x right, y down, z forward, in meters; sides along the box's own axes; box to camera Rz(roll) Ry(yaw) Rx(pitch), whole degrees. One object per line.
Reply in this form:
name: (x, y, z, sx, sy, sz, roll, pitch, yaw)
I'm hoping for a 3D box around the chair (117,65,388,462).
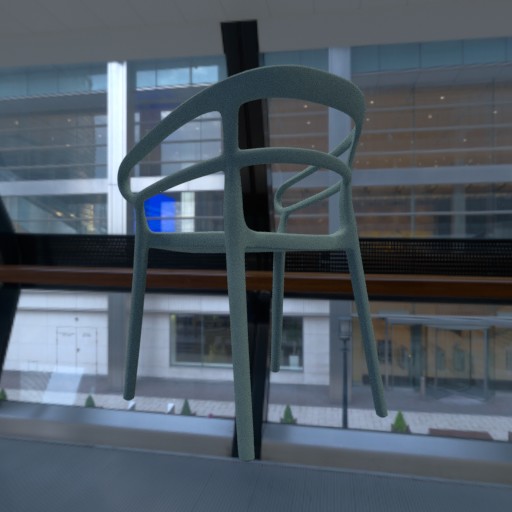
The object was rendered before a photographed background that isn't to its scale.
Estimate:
chair: (0.000, 0.000, 1.131, 0.559, 0.761, 0.527, 0, 0, -36)
